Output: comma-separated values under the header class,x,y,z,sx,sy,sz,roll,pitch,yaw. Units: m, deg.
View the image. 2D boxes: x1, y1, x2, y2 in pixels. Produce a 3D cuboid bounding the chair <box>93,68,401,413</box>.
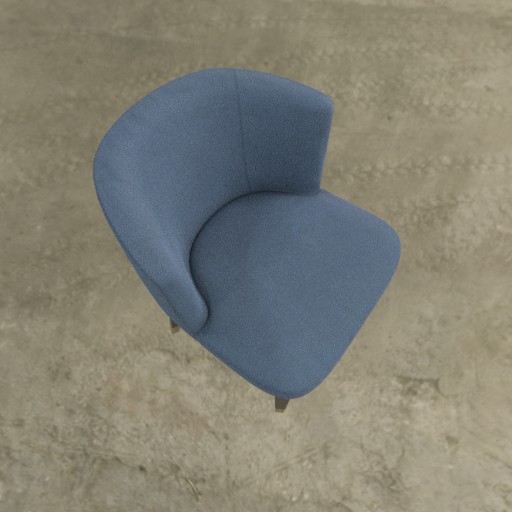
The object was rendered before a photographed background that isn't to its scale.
class,x,y,z,sx,sy,sz,roll,pitch,yaw
chair,0.000,0.000,1.271,0.702,0.760,0.661,32,63,18
